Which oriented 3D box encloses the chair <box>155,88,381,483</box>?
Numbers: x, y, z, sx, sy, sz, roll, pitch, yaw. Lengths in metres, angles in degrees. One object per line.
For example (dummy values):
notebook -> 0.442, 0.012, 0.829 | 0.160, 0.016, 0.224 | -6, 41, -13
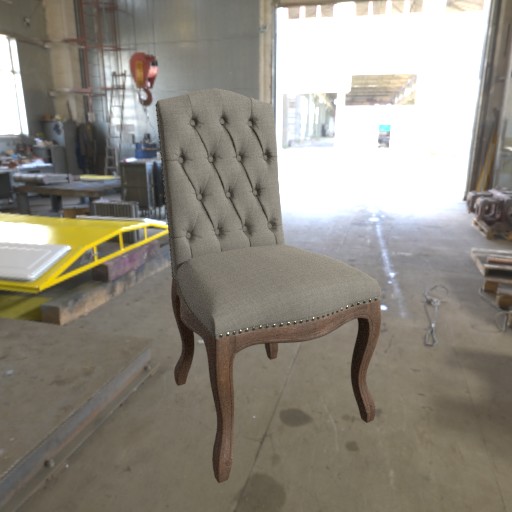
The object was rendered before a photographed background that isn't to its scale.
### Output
chair -> 0.000, 0.000, 1.615 | 0.637, 1.191, 0.731 | -9, 18, -28
